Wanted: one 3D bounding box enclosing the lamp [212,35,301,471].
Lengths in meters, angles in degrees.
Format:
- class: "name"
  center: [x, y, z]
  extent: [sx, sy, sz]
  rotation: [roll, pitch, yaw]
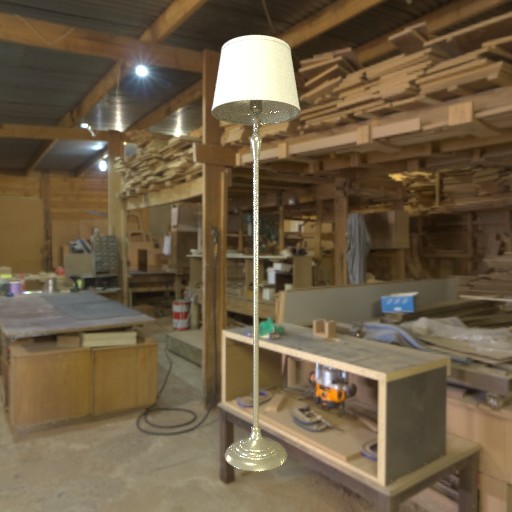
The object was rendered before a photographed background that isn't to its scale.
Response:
- class: "lamp"
  center: [0.000, 0.000, 1.653]
  extent: [0.327, 1.506, 0.327]
  rotation: [-1, 2, -34]
